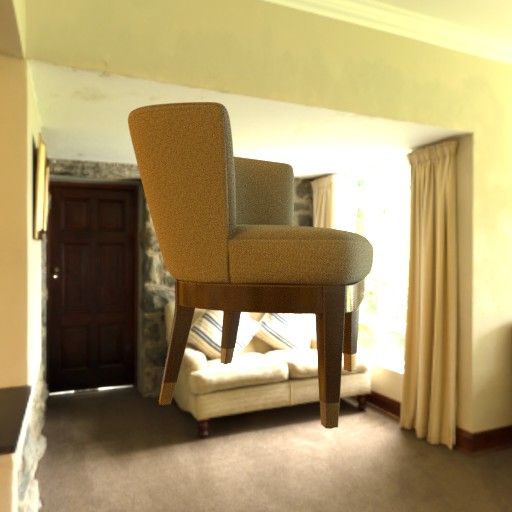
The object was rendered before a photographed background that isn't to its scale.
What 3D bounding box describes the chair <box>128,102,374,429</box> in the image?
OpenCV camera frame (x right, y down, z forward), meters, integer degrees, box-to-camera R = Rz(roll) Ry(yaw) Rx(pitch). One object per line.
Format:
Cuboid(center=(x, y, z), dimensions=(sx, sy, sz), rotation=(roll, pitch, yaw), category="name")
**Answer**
Cuboid(center=(0.000, 0.000, 1.295), dimensions=(0.660, 0.760, 0.700), rotation=(0, 0, 17), category="chair")
